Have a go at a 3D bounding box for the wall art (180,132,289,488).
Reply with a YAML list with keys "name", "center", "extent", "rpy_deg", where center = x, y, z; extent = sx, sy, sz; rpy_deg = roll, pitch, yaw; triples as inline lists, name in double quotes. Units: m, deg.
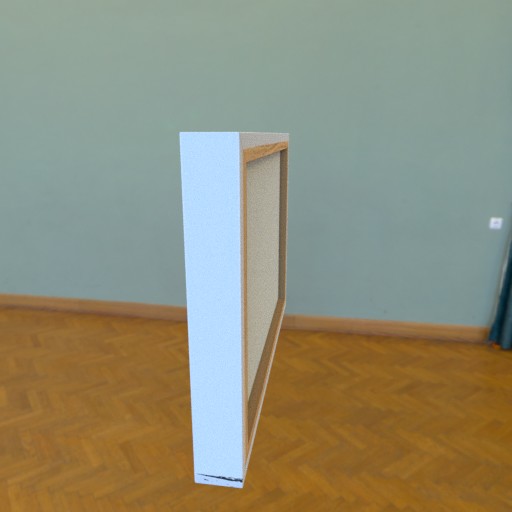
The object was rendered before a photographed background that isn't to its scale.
- name: "wall art"
  center: [0.000, 0.000, 0.485]
  extent: [0.038, 0.259, 0.381]
  rpy_deg: [2, 16, 8]
